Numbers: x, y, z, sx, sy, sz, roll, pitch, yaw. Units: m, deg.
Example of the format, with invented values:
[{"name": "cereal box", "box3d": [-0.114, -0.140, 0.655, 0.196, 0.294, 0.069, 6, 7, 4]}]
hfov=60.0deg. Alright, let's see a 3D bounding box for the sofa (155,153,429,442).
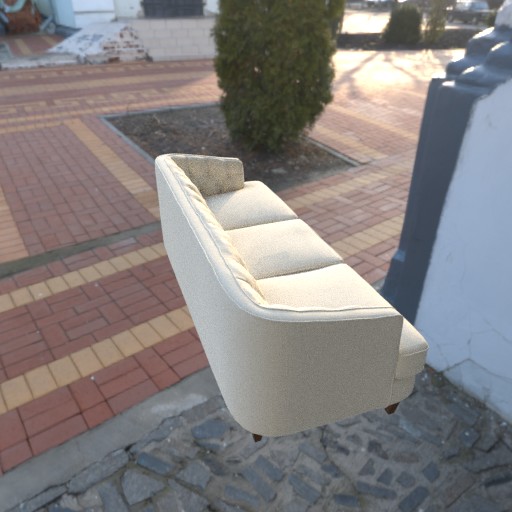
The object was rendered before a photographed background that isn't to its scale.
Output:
[{"name": "sofa", "box3d": [0.000, 0.000, 2.835, 0.941, 0.855, 2.278, -11, 32, -17]}]
